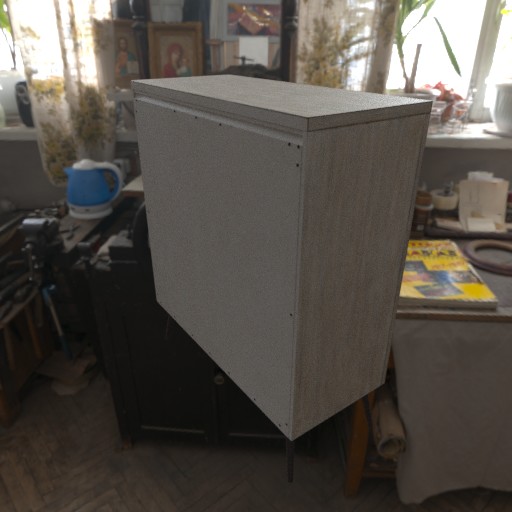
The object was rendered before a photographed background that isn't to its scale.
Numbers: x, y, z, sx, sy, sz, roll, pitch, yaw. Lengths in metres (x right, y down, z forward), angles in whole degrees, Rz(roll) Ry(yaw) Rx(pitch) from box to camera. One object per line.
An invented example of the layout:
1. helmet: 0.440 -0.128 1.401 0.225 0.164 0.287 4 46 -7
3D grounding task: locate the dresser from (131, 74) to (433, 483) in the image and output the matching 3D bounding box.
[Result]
1. dresser: 0.000 0.000 1.716 0.457 1.219 1.016 -18 32 -31
